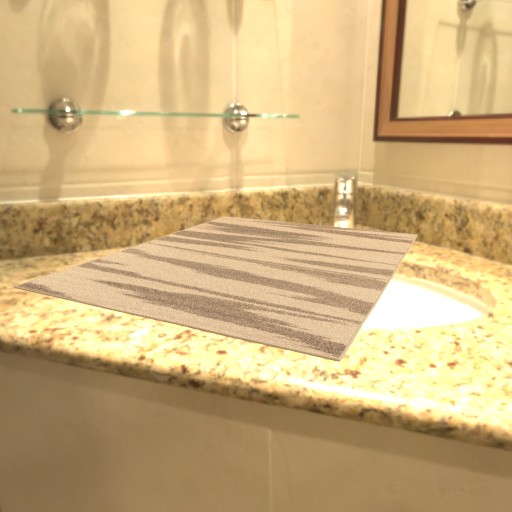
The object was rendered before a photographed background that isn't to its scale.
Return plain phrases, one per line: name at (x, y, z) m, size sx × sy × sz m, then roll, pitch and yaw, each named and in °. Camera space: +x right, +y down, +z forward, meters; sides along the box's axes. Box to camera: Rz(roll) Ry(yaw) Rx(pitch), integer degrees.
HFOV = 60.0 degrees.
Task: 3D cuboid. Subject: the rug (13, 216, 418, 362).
rug at (0.000, 0.000, 3.873) m, size 2.353 × 0.014 × 2.945 m, roll 8°, pitch 18°, yaw 25°
